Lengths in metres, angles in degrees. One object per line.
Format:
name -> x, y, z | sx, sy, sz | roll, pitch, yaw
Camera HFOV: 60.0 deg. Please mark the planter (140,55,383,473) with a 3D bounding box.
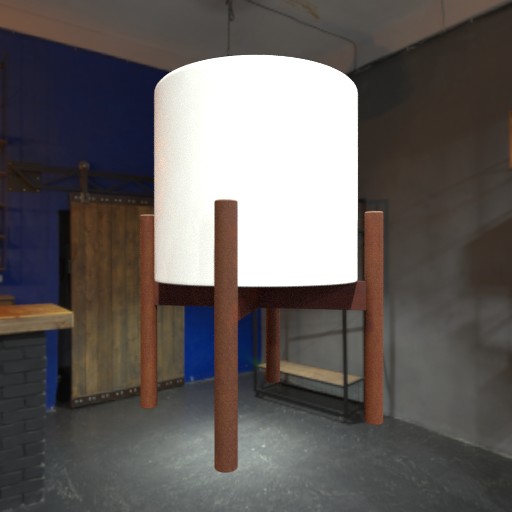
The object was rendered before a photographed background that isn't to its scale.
planter -> 0.000, 0.000, 0.502 | 0.224, 0.358, 0.224 | 0, 0, -34
